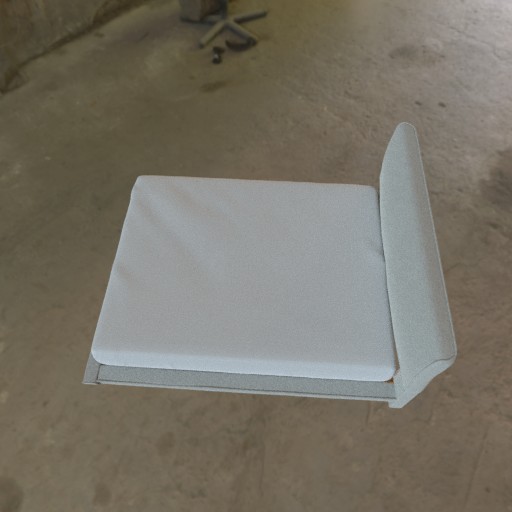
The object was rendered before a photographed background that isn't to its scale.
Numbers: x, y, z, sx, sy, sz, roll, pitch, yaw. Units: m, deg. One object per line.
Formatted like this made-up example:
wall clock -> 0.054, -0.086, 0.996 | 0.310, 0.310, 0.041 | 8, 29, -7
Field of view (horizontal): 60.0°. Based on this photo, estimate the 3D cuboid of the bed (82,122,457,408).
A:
bed -> 0.000, 0.000, 3.513 | 2.498, 1.126, 1.980 | 3, 58, 2
